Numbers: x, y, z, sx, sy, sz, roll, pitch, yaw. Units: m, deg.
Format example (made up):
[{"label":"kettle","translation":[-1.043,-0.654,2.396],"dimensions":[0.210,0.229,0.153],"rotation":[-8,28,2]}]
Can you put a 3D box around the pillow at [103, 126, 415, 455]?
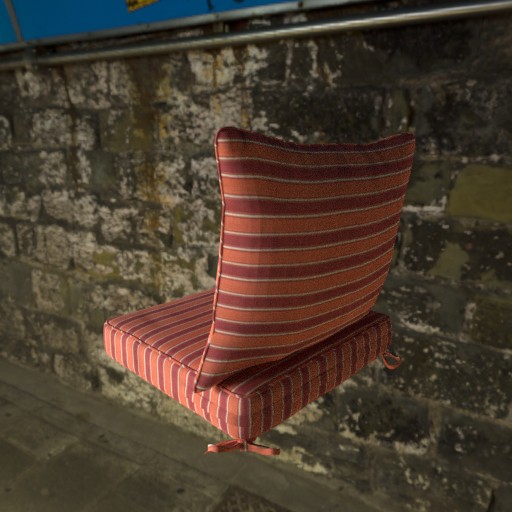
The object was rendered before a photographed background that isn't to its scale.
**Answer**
[{"label":"pillow","translation":[0.000,0.000,1.339],"dimensions":[0.733,0.723,0.799],"rotation":[13,20,42]}]
